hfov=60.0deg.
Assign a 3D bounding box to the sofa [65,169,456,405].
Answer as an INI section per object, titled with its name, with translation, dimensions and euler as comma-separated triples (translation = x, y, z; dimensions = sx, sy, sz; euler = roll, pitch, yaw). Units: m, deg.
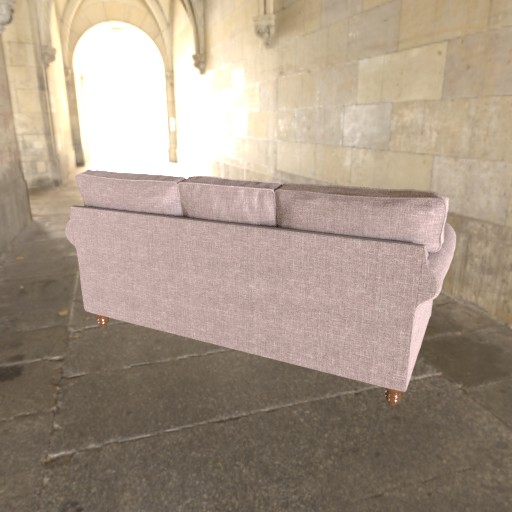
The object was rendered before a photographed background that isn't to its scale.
[sofa]
translation = 0.000, 0.000, 2.579
dimensions = 2.084, 0.961, 0.916
euler = 8, 19, 26
